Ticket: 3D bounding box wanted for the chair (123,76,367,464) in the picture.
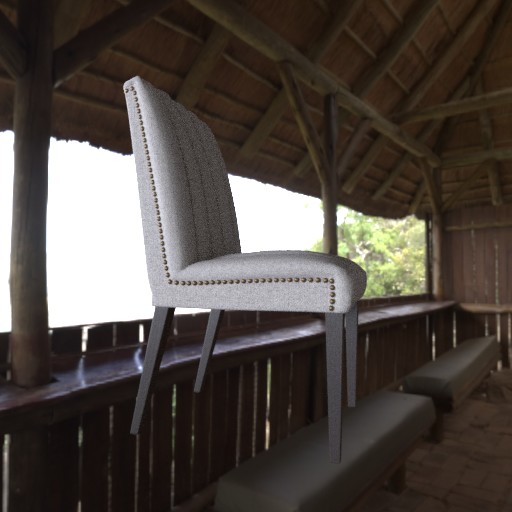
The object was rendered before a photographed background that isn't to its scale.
[{"bbox_3d":[0.000,0.000,1.378,0.647,1.016,0.511,0,0,18],"label":"chair"}]
